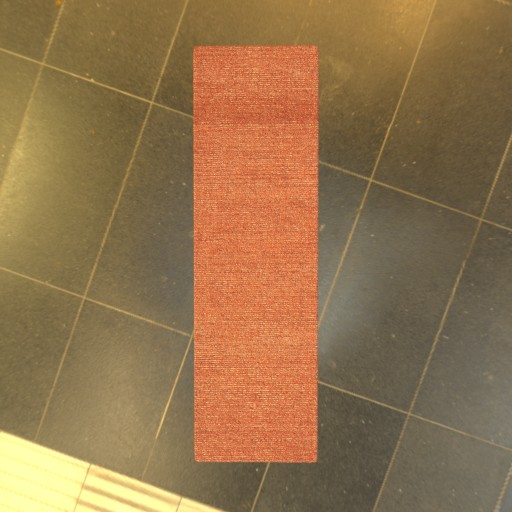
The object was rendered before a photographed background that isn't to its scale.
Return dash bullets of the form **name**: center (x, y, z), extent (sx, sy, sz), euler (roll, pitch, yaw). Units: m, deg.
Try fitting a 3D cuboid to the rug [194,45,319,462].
- **rug**: center (0.000, 0.000, 2.457), extent (0.687, 0.012, 2.307), euler (0, 91, 1)
